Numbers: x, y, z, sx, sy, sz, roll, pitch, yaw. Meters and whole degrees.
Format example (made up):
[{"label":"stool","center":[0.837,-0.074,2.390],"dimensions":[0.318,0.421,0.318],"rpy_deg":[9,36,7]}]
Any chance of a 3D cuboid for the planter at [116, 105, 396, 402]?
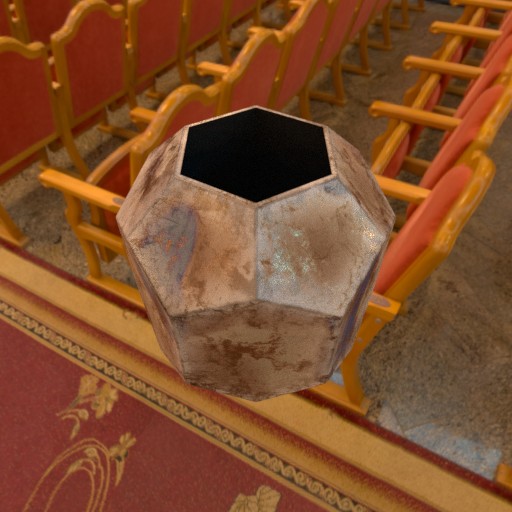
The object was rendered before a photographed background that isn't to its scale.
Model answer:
[{"label":"planter","center":[0.000,0.000,0.422],"dimensions":[0.221,0.238,0.243],"rpy_deg":[23,51,20]}]
